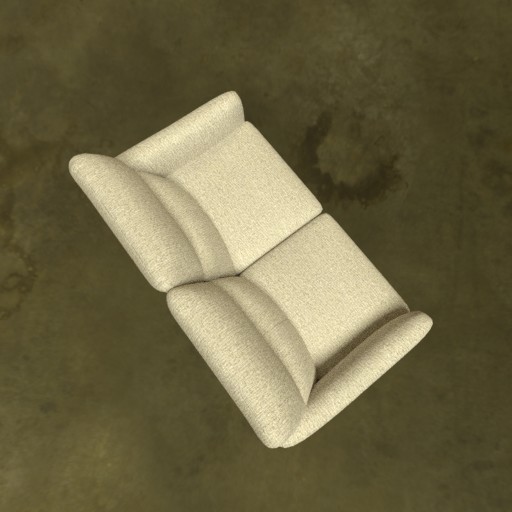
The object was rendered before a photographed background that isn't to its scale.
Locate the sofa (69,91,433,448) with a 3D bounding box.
[{"bbox_3d":[0.000,0.000,2.112,0.905,0.950,1.540,-36,78,-9],"label":"sofa"}]
